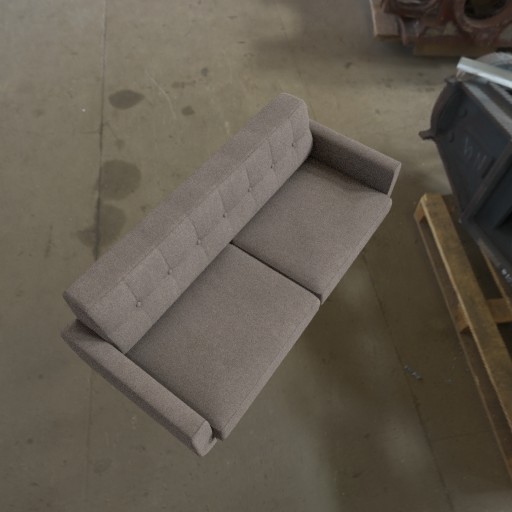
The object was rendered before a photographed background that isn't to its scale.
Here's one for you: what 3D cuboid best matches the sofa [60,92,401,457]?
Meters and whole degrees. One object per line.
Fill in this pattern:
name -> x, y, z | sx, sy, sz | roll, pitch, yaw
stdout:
sofa -> 0.000, 0.000, 2.580 | 0.909, 0.841, 2.029 | 31, 62, 19
